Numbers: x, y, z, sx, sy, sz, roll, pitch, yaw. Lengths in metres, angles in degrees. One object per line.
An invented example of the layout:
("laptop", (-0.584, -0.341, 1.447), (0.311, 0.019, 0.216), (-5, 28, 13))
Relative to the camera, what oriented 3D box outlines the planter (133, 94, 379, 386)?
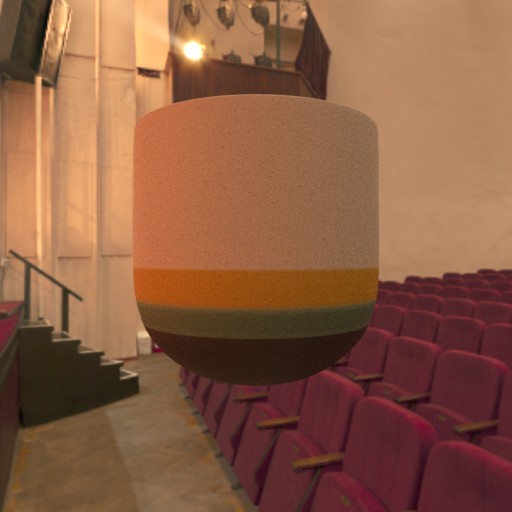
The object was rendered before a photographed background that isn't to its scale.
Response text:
("planter", (0.000, 0.000, 0.501), (0.268, 0.270, 0.268), (0, 0, 0))
